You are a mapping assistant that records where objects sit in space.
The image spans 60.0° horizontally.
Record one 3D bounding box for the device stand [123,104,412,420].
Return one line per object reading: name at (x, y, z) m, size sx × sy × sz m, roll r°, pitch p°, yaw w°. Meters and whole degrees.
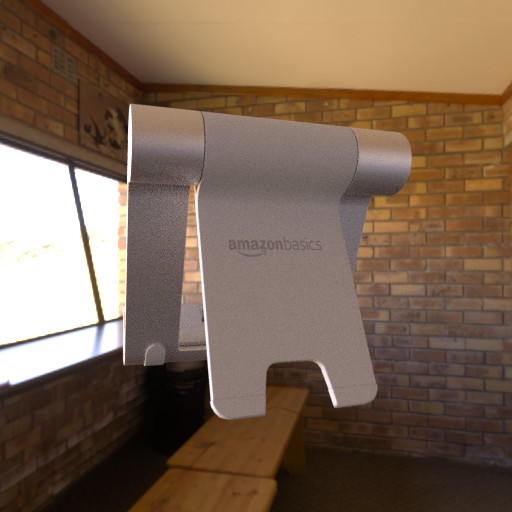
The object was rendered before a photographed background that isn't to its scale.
device stand at (0.000, 0.000, 0.154) m, size 0.086 × 0.084 × 0.079 m, roll 0°, pitch -1°, yaw -18°
